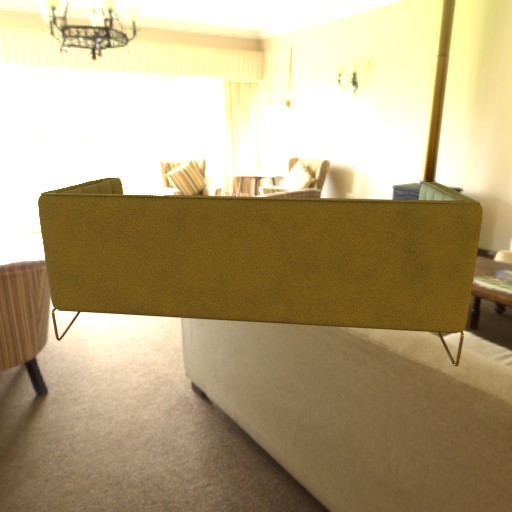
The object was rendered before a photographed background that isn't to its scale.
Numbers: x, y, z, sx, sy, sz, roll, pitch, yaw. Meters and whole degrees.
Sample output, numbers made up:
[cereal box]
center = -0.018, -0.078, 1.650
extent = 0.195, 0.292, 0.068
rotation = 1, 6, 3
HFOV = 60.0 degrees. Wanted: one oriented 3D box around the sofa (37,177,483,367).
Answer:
[sofa]
center = 0.000, 0.000, 2.504
extent = 2.087, 0.789, 0.867
rotation = 2, 16, 7
